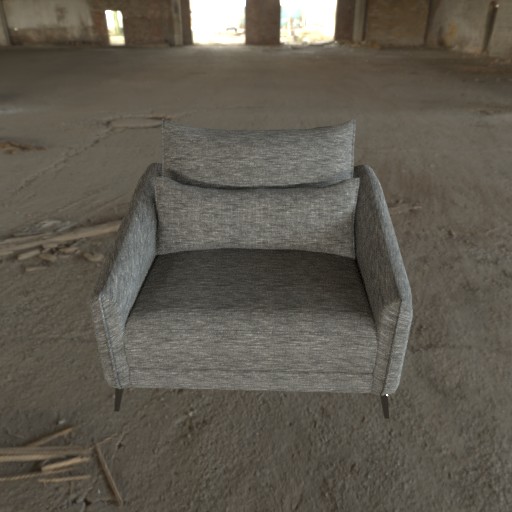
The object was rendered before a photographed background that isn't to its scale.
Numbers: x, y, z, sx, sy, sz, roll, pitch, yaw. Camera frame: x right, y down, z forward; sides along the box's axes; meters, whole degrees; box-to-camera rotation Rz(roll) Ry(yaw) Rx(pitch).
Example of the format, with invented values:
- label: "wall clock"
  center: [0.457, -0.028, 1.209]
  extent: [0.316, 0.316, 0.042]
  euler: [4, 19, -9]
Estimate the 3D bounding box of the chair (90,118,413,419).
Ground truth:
- label: "chair"
  center: [0.000, 0.000, 1.625]
  extent: [1.004, 0.842, 0.805]
  euler: [1, 28, 2]
